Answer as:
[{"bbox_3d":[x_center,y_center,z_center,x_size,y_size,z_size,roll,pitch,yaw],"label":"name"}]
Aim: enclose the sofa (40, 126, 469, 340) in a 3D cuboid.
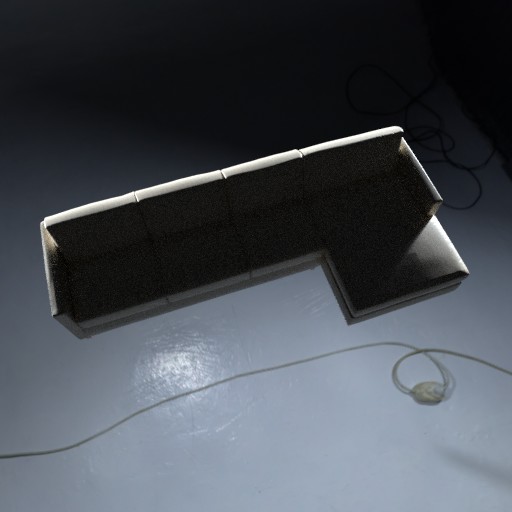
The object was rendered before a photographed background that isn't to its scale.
[{"bbox_3d":[0.000,0.000,4.001,3.471,0.954,1.603,-17,64,-8],"label":"sofa"}]
